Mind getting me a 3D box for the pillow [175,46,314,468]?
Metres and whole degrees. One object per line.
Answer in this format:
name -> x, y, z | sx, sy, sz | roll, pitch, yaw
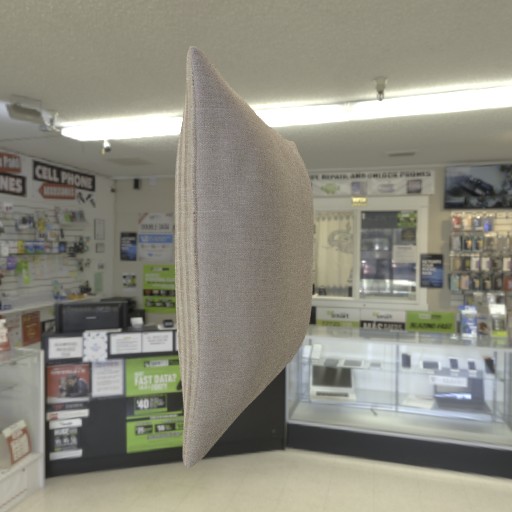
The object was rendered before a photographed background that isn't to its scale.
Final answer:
pillow -> 0.000, 0.000, 0.779 | 0.166, 0.510, 0.523 | 0, 1, 18
